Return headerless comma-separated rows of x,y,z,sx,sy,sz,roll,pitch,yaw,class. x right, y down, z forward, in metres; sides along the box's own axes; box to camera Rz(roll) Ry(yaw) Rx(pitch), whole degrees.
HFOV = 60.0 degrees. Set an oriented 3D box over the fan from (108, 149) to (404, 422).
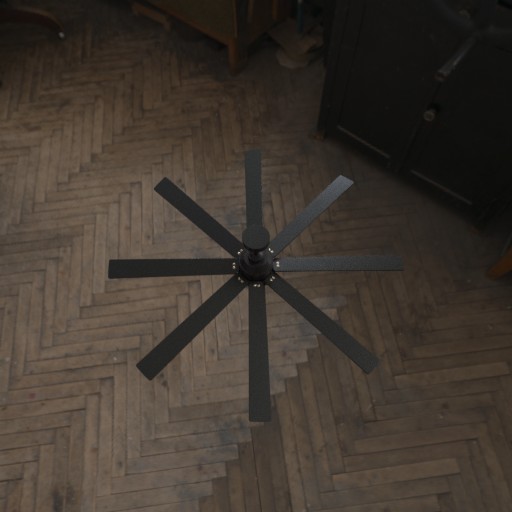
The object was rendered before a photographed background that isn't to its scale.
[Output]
0.000,0.000,2.639,1.830,0.472,1.830,-1,63,-1,fan
